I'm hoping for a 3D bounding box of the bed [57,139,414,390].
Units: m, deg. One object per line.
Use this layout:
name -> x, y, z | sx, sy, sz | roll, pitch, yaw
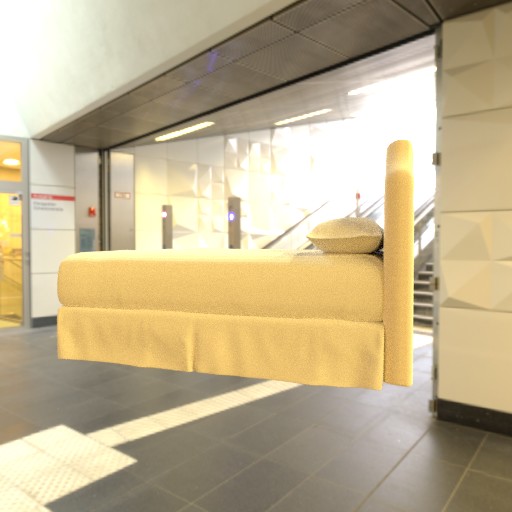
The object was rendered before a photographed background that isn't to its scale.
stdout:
bed -> 0.000, 0.000, 3.880 | 2.548, 1.524, 2.134 | 1, 2, 18
